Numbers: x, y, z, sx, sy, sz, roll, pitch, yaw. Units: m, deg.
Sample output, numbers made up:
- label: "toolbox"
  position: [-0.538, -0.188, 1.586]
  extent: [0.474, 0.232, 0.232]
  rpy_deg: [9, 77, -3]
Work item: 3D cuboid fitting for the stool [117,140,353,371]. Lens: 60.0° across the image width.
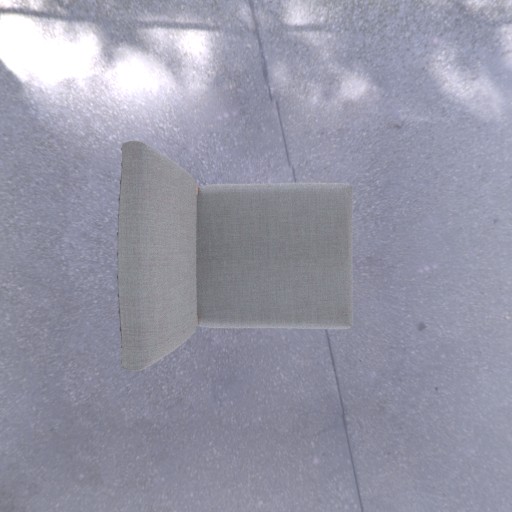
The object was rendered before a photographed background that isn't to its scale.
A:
- label: "stool"
  position: [0.000, 0.000, 1.427]
  extent: [0.585, 1.173, 0.445]
  rpy_deg: [0, 90, -3]
